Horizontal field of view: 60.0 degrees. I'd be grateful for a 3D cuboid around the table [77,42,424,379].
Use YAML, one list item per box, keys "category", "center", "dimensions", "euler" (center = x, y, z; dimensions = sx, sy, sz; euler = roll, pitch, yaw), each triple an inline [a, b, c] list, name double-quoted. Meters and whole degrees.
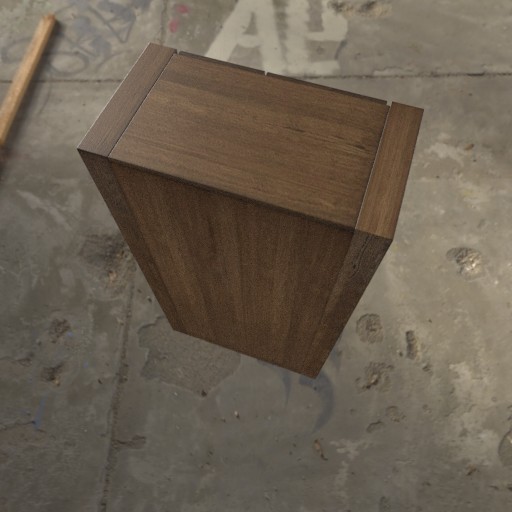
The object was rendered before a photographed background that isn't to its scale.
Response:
- category: "table"
  center: [0.000, 0.000, 2.457]
  dimensions: [1.100, 2.000, 0.600]
  euler: [17, 64, 9]
